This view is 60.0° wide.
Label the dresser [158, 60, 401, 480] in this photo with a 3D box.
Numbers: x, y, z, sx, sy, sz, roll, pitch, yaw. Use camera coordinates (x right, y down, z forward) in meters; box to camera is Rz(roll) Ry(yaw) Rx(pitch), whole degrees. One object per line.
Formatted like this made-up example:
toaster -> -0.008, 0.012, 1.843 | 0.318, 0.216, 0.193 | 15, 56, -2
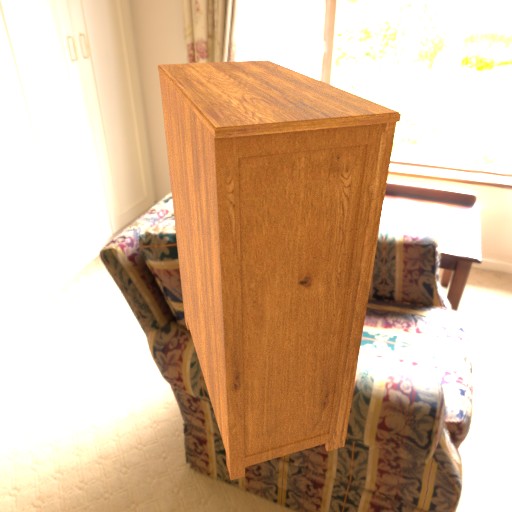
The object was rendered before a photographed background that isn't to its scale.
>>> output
dresser -> 0.000, 0.000, 1.935 | 0.558, 1.431, 1.081 | -9, 32, -15
